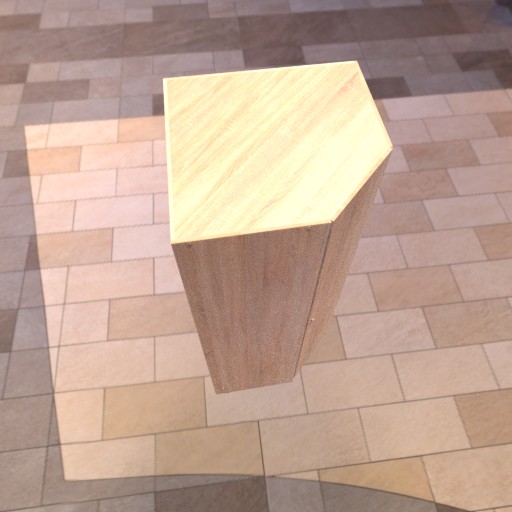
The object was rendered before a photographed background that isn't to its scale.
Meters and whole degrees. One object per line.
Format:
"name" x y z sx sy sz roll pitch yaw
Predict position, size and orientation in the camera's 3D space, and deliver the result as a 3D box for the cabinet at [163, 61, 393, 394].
"cabinet" 0.000 0.000 2.814 1.094 2.120 1.327 33 64 18
